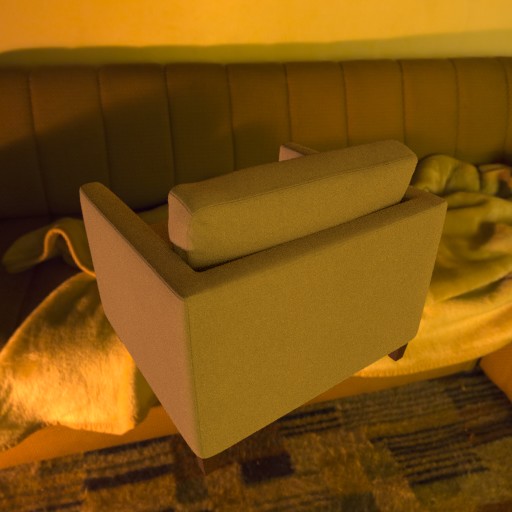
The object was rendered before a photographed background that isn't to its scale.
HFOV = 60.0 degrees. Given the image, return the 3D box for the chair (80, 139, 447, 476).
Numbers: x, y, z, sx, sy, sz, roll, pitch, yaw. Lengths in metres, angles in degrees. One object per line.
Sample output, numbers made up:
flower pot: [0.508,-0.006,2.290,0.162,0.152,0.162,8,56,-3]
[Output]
chair: [0.000,0.000,1.807,1.107,0.961,0.959,-19,35,-29]
